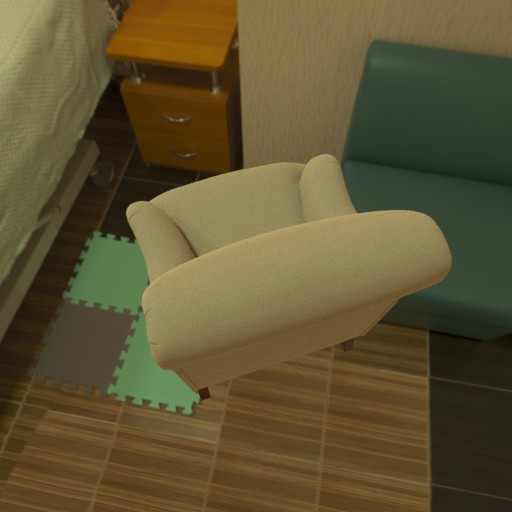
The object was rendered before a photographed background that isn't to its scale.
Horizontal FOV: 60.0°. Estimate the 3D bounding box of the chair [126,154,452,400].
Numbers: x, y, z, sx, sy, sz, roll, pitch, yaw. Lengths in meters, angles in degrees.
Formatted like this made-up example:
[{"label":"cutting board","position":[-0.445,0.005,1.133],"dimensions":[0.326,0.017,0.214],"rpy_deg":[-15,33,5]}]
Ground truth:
[{"label":"chair","position":[0.000,0.000,1.535],"dimensions":[0.766,0.942,0.842],"rpy_deg":[-16,60,-9]}]
